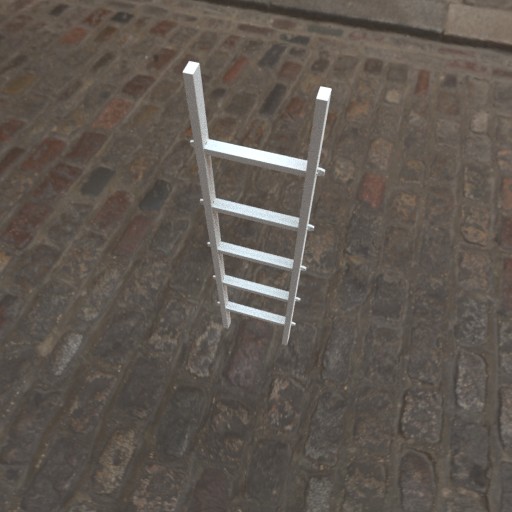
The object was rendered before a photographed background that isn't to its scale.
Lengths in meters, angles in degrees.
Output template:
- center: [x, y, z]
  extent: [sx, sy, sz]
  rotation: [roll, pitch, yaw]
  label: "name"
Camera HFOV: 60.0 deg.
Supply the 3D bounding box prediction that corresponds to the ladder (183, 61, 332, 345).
- center: [0.000, 0.000, 1.952]
  extent: [0.452, 1.797, 0.051]
  rotation: [14, 60, 9]
  label: "ladder"
